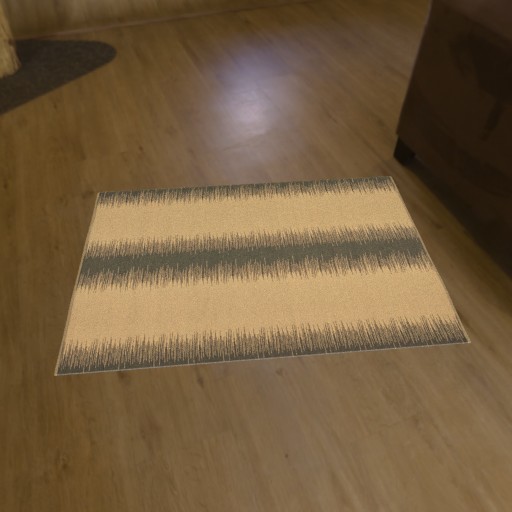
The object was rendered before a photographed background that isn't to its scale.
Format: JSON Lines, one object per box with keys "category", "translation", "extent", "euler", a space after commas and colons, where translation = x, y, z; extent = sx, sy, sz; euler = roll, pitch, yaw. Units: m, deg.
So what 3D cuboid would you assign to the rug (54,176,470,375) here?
{"category": "rug", "translation": [0.000, 0.000, 2.367], "extent": [1.854, 0.006, 1.234], "euler": [-4, 47, -3]}
